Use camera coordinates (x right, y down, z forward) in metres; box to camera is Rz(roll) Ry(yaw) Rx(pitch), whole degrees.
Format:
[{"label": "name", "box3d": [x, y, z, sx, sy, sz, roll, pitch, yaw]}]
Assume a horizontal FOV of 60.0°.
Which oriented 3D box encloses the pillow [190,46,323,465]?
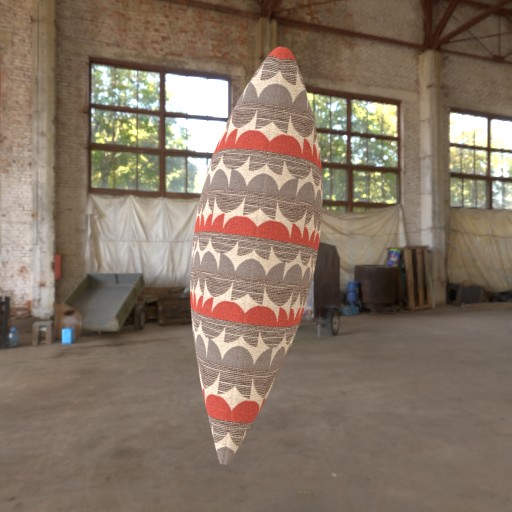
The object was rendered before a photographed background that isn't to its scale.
[{"label": "pillow", "box3d": [0.000, 0.000, 0.638, 0.180, 0.410, 0.420, 0, -1, 0]}]
